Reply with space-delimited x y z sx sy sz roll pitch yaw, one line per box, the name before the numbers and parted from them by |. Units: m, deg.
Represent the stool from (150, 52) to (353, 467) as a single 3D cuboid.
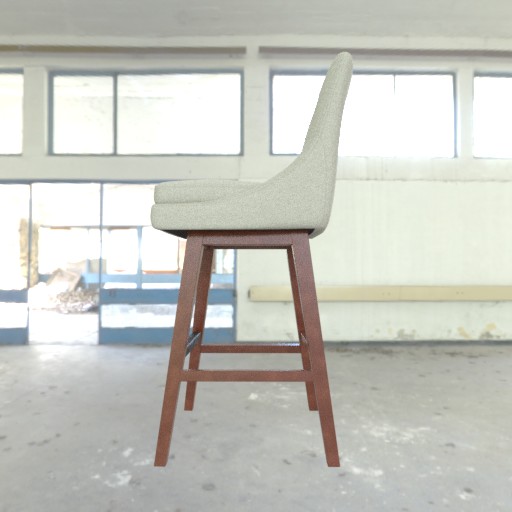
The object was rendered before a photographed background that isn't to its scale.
stool | 0.000 0.000 1.381 0.559 1.092 0.470 0 -1 1
